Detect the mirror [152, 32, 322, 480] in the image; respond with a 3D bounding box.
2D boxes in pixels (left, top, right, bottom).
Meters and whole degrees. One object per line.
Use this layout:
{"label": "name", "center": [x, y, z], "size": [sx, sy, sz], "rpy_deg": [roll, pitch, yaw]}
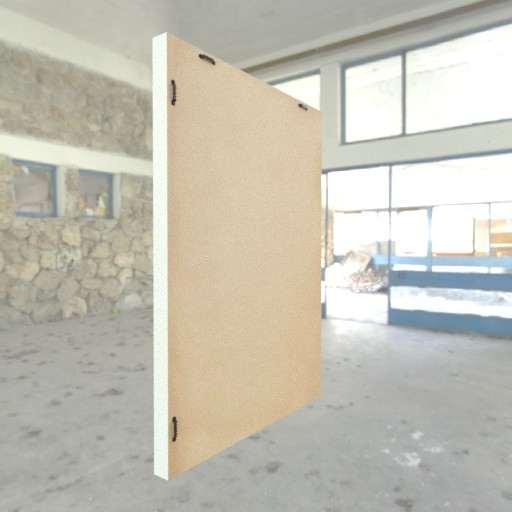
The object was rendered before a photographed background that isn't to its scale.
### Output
{"label": "mirror", "center": [0.000, 0.000, 0.912], "size": [0.039, 0.710, 0.507], "rpy_deg": [1, 1, 37]}
